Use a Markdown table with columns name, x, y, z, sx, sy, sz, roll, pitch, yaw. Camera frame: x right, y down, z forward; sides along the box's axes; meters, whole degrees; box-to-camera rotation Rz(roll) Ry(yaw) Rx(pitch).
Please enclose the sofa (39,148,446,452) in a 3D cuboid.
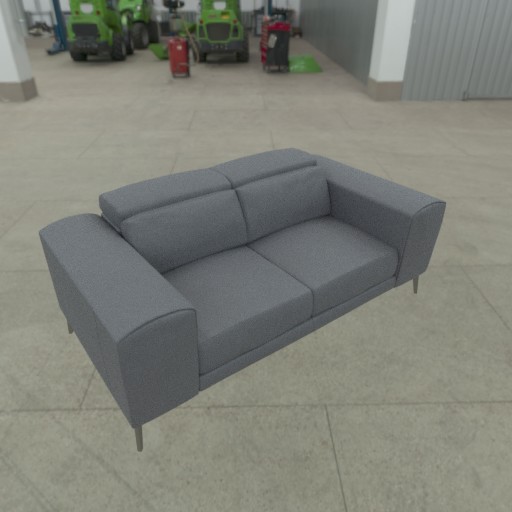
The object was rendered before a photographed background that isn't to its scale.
| name | x | y | z | sx | sy | sz | roll | pitch | yaw |
| --- | --- | --- | --- | --- | --- | --- | --- | --- | --- |
| sofa | 0.000 | 0.000 | 2.375 | 1.895 | 0.779 | 1.003 | -21 | 37 | -31 |
